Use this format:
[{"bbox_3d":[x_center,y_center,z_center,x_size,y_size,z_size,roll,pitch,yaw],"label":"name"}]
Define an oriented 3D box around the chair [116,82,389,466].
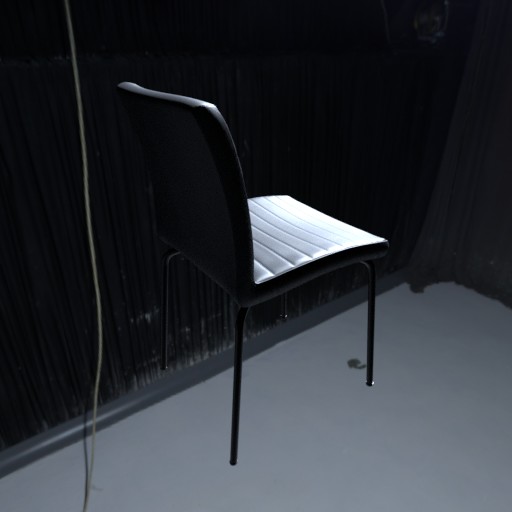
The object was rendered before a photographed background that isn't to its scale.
[{"bbox_3d":[0.000,0.000,1.177,0.572,0.872,0.450,-18,32,-31],"label":"chair"}]
